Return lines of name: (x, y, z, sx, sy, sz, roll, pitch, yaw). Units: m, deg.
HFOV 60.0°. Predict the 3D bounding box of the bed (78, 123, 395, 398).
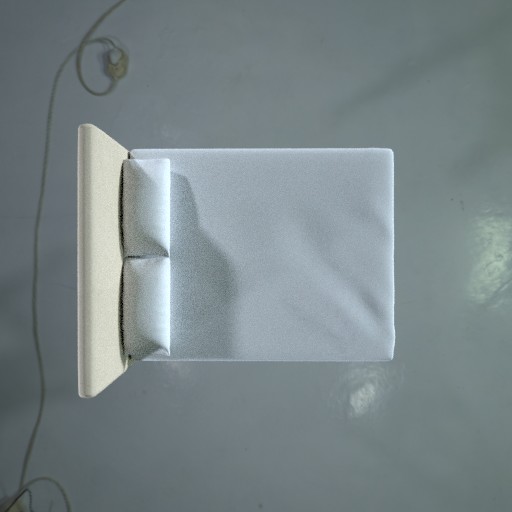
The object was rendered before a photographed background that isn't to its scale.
bed: (0.000, 0.000, 3.270, 2.142, 1.330, 1.723, 0, 90, 1)
